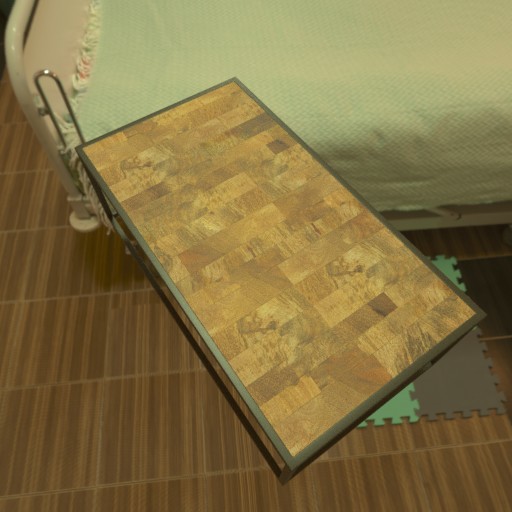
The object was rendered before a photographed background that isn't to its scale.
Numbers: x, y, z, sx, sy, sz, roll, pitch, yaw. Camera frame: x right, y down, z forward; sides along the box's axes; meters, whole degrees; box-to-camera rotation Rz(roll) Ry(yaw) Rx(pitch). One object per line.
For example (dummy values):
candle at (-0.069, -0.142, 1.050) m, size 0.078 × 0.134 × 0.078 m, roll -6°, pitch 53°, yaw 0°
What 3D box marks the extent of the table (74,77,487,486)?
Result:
table at (0.000, 0.000, 1.494) m, size 0.649 × 0.398 × 1.199 m, roll -31°, pitch 63°, yaw -17°
